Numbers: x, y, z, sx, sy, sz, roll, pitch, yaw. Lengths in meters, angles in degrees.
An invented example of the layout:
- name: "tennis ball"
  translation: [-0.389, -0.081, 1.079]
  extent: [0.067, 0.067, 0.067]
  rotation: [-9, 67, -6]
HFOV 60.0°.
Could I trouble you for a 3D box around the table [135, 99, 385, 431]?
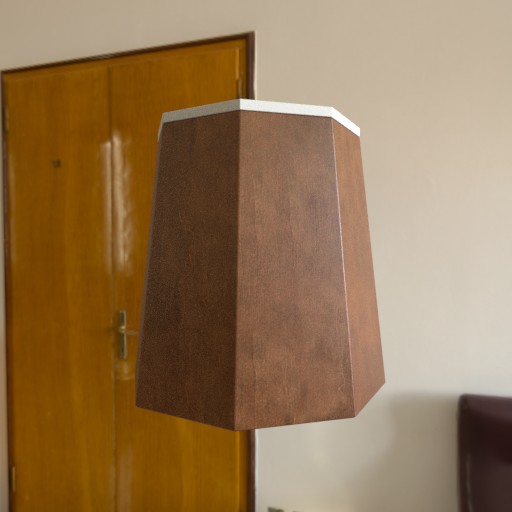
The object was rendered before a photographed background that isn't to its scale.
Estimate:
- name: "table"
  translation: [0.000, 0.000, 0.818]
  extent: [0.439, 0.457, 0.439]
  rotation: [-1, 2, -17]
